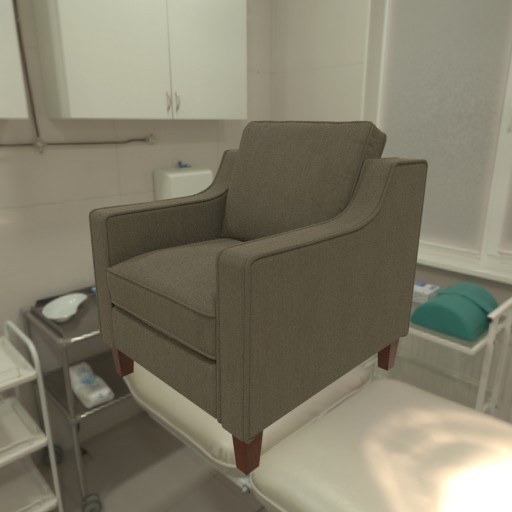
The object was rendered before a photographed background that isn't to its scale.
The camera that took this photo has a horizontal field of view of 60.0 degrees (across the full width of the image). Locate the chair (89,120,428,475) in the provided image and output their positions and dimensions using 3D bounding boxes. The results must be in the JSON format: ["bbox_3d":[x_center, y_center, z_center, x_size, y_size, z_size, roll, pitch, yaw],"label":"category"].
[{"bbox_3d":[0.000,0.000,1.641,0.909,0.960,0.831,-16,23,-42],"label":"chair"}]
